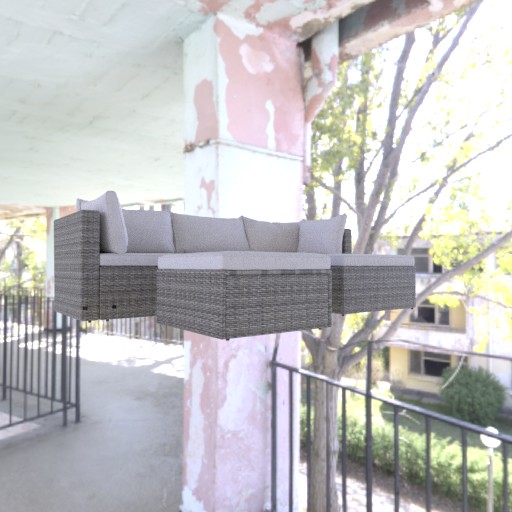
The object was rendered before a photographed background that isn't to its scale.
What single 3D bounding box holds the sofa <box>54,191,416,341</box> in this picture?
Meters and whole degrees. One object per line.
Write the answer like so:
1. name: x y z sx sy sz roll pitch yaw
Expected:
1. sofa: 0.000 0.000 2.977 2.192 0.766 1.662 1 -2 -36
